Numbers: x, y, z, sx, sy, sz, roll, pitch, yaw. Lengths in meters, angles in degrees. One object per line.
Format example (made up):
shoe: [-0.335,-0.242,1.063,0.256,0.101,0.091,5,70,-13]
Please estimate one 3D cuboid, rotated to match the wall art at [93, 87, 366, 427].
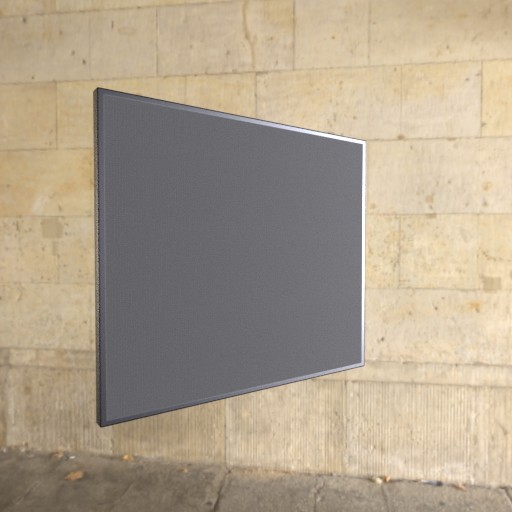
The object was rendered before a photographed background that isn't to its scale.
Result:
wall art: [0.000,0.000,0.742,0.521,0.450,0.018,-1,2,-35]
